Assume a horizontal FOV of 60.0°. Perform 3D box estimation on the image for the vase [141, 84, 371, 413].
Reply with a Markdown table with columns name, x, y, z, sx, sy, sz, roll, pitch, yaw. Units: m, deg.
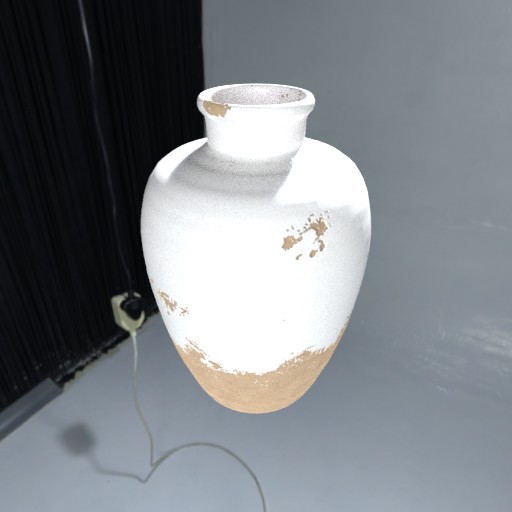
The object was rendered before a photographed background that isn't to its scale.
| name | x | y | z | sx | sy | sz | roll | pitch | yaw |
| --- | --- | --- | --- | --- | --- | --- | --- | --- | --- |
| vase | 0.000 | 0.000 | 0.326 | 0.158 | 0.228 | 0.158 | 0 | 31 | 0 |
